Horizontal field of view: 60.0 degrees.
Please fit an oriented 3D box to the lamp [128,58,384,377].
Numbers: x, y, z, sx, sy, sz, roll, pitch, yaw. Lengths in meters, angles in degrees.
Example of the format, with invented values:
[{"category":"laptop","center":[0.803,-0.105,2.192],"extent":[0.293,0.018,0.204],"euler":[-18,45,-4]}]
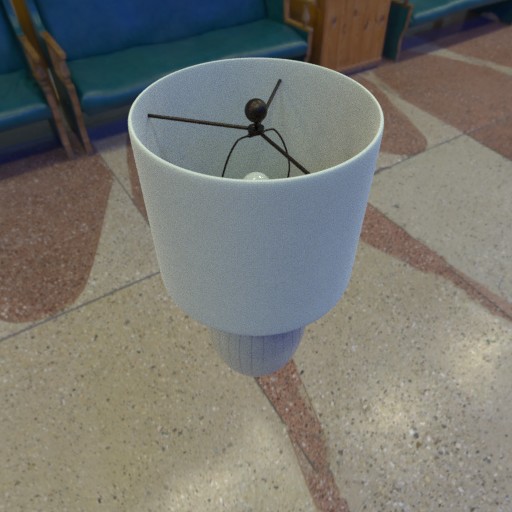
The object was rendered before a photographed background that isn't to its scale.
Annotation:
[{"category":"lamp","center":[0.000,0.000,0.769],"extent":[0.328,0.570,0.328],"euler":[0,45,0]}]
